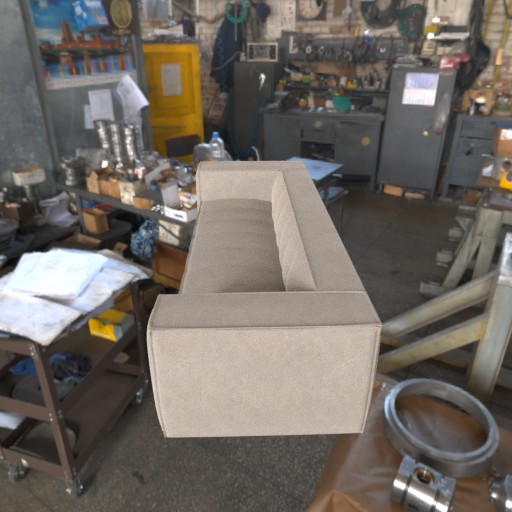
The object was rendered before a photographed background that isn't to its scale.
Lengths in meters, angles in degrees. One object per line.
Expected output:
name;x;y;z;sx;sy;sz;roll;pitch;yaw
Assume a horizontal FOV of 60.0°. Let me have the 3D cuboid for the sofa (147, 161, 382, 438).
sofa;0.000;0.000;3.140;1.038;0.680;2.697;-1;27;-2
